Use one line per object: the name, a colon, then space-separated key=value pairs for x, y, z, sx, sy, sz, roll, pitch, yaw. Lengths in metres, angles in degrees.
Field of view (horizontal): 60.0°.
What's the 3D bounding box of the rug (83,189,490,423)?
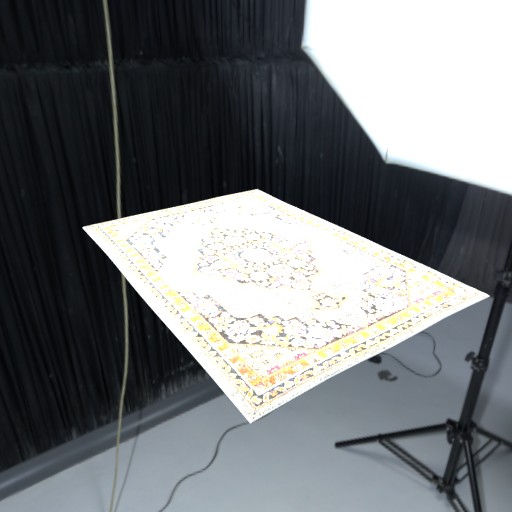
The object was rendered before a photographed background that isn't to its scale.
rug: x=0.000 y=0.000 z=3.692 sx=2.043 sy=0.026 sz=2.901 roll=-17 pitch=31 yaw=-30
